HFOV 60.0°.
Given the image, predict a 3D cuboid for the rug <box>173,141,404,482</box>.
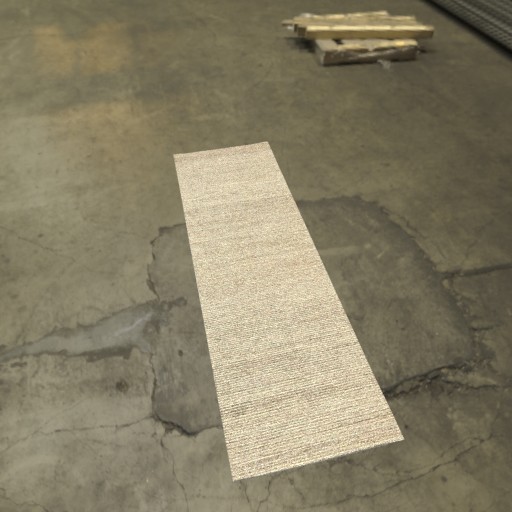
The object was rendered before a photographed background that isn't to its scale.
[{"bbox_3d":[0.000,0.000,2.617,0.741,0.014,2.390,-9,47,-9],"label":"rug"}]
